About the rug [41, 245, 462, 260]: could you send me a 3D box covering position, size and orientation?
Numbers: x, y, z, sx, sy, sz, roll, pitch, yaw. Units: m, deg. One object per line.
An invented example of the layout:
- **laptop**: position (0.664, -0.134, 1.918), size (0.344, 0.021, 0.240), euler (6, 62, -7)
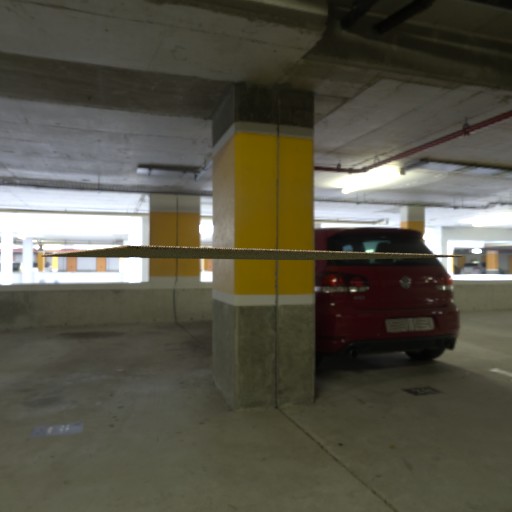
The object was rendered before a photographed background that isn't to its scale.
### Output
- **rug**: position (0.000, 0.000, 2.892), size (2.283, 0.013, 1.547), euler (1, -2, -36)
